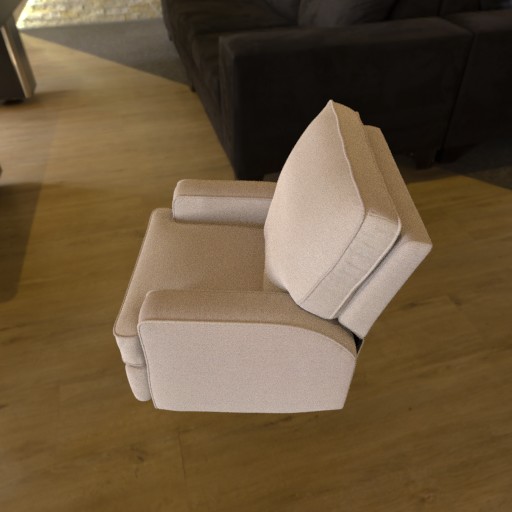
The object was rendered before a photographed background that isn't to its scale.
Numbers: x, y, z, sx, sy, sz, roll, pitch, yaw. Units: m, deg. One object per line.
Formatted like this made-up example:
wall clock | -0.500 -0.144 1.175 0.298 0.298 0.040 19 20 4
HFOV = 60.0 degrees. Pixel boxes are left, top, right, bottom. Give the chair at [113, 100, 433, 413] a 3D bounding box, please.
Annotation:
chair | 0.000 0.000 1.709 0.969 0.964 0.861 1 41 1
